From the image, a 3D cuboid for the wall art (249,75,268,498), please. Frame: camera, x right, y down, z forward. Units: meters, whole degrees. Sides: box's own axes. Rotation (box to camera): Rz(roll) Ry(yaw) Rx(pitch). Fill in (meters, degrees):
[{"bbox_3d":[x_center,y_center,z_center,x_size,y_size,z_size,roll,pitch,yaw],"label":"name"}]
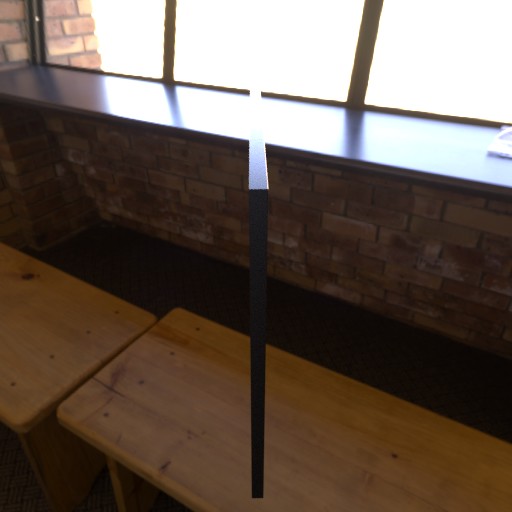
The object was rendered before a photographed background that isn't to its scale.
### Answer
[{"bbox_3d":[0.000,0.000,0.517,0.012,0.332,0.383,0,32,0],"label":"wall art"}]
